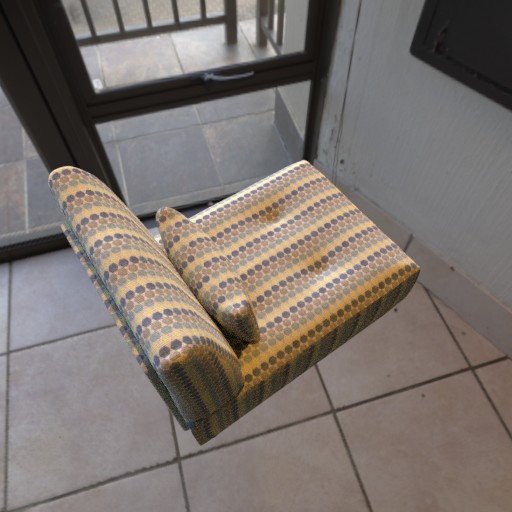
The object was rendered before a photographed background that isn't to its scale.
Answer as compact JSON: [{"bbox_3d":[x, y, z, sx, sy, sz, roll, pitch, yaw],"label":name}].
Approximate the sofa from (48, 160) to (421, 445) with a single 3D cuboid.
[{"bbox_3d":[0.000,0.000,1.532,1.000,0.820,0.700,-31,62,-18],"label":"sofa"}]
